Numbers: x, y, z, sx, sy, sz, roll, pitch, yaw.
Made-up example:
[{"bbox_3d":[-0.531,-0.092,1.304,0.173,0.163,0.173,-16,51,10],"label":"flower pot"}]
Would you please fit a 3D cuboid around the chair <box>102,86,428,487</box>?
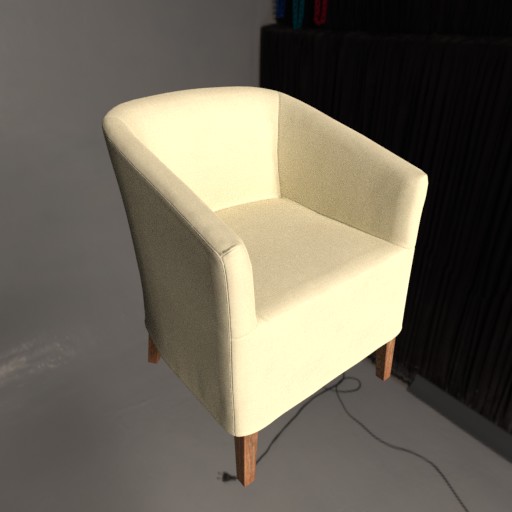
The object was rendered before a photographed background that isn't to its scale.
[{"bbox_3d":[0.000,0.000,1.261,0.643,0.822,0.657,-22,36,-34],"label":"chair"}]
